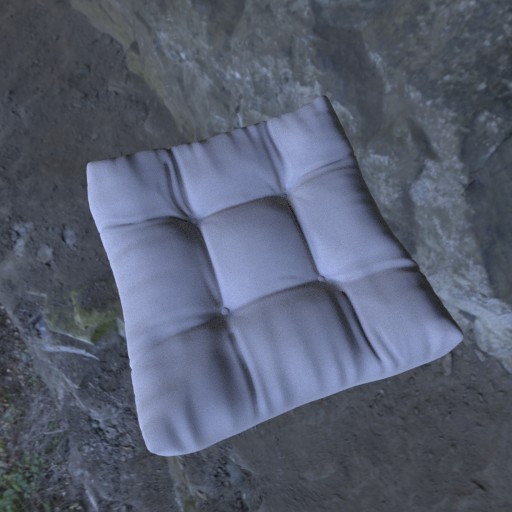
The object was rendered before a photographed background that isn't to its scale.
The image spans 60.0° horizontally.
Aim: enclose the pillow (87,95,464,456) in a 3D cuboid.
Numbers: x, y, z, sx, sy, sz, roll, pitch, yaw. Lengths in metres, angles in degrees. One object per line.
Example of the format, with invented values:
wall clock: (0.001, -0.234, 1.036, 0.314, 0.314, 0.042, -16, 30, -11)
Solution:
pillow: (0.000, 0.000, 0.715, 0.468, 0.128, 0.490, -18, 65, -8)
